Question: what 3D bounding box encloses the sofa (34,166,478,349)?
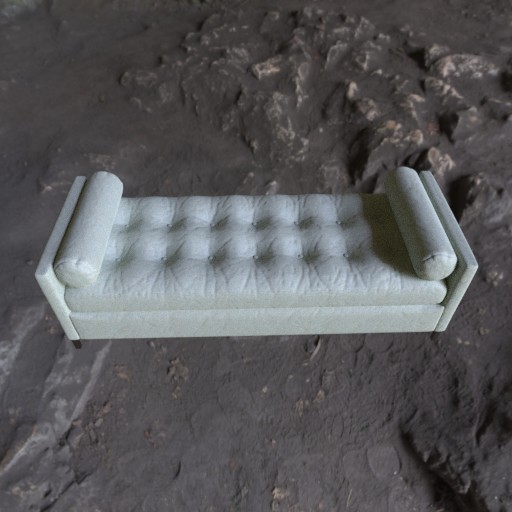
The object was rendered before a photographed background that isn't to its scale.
[{"bbox_3d":[0.000,0.000,2.532,2.102,0.705,0.796,-1,46,-1],"label":"sofa"}]
